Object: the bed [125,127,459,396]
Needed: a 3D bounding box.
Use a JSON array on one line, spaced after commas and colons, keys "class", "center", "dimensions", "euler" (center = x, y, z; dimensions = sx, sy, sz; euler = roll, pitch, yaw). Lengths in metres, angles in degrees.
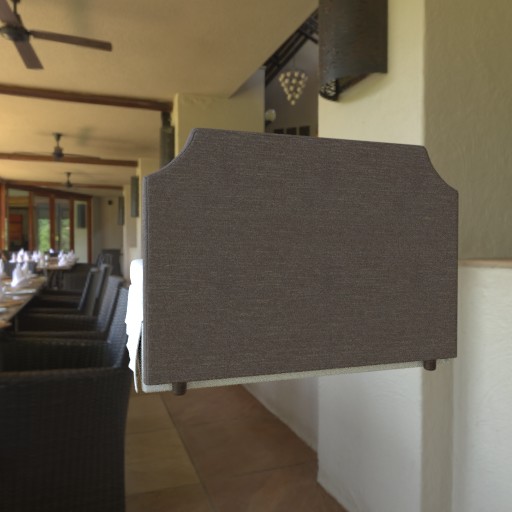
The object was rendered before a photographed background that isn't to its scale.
[{"class": "bed", "center": [0.000, 0.000, 4.175], "dimensions": [2.350, 1.590, 2.773], "euler": [0, 1, -17]}]
